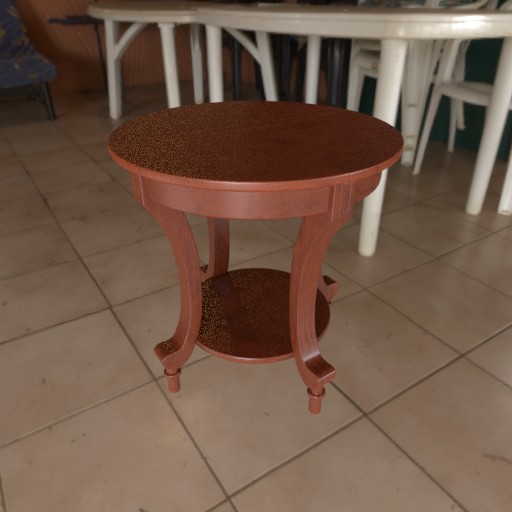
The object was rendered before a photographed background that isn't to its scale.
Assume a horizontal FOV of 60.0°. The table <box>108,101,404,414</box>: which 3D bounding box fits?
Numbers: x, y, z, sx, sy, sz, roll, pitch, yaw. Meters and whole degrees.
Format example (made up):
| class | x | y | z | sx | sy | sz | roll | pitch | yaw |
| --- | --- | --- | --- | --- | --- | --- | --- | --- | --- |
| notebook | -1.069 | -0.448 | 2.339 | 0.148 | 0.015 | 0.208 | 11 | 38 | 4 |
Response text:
| class | x | y | z | sx | sy | sz | roll | pitch | yaw |
| --- | --- | --- | --- | --- | --- | --- | --- | --- | --- |
| table | 0.000 | 0.000 | 1.083 | 0.597 | 0.612 | 0.597 | 0 | 31 | 0 |
